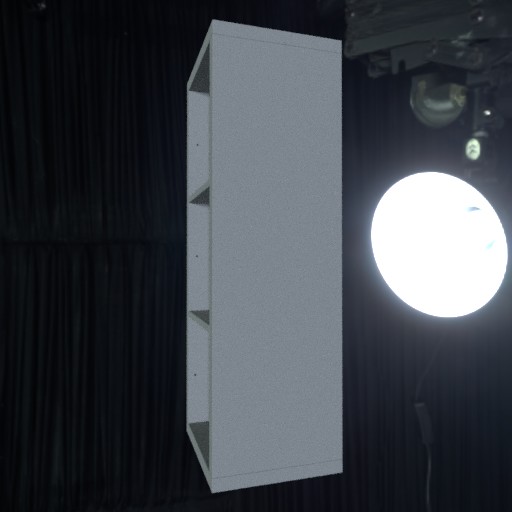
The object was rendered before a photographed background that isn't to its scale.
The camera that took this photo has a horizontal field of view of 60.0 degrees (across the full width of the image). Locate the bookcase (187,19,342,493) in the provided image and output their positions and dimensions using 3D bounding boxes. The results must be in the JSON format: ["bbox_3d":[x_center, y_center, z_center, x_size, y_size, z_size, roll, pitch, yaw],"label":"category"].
[{"bbox_3d":[0.000,0.000,1.245,0.330,1.080,0.390,0,-1,-17],"label":"bookcase"}]
